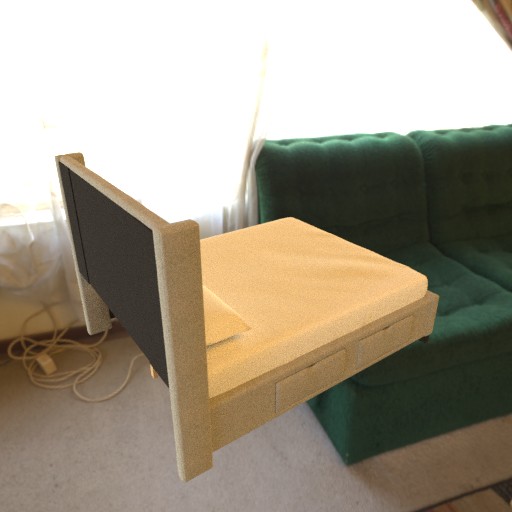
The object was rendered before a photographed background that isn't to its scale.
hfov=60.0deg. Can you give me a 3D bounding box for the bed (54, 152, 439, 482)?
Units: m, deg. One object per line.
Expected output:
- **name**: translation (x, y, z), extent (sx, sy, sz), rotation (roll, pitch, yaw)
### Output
- **bed**: translation (0.000, 0.000, 3.336), extent (2.222, 1.491, 1.774), rotation (-17, 30, -32)
